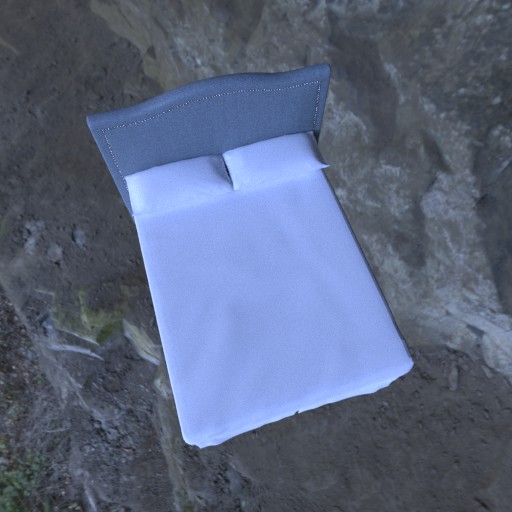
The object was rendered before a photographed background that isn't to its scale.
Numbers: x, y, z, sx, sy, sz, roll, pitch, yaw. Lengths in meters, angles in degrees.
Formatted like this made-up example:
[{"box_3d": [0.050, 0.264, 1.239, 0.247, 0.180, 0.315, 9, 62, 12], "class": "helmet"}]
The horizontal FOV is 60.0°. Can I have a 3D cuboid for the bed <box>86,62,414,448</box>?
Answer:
[{"box_3d": [0.000, 0.000, 3.209, 1.753, 1.460, 2.143, -16, 64, -8], "class": "bed"}]
